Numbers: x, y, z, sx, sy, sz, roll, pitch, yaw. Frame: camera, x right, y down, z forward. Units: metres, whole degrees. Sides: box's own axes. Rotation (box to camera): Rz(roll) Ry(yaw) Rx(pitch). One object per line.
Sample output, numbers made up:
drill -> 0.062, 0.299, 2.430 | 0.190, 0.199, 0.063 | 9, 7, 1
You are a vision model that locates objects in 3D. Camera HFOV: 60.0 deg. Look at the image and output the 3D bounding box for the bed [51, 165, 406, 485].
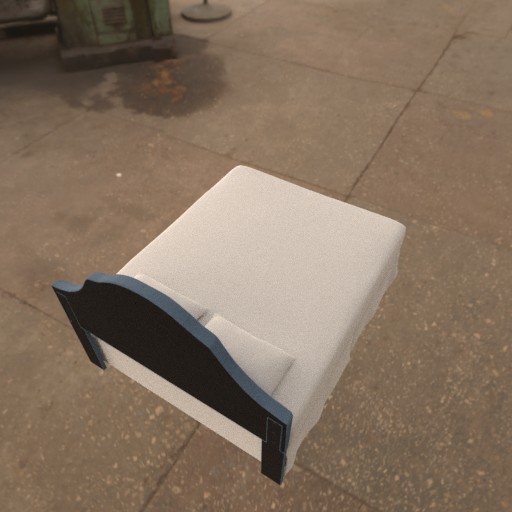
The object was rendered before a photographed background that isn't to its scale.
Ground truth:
bed -> 0.000, 0.000, 3.755 | 2.039, 1.617, 2.477 | 24, 51, 21
